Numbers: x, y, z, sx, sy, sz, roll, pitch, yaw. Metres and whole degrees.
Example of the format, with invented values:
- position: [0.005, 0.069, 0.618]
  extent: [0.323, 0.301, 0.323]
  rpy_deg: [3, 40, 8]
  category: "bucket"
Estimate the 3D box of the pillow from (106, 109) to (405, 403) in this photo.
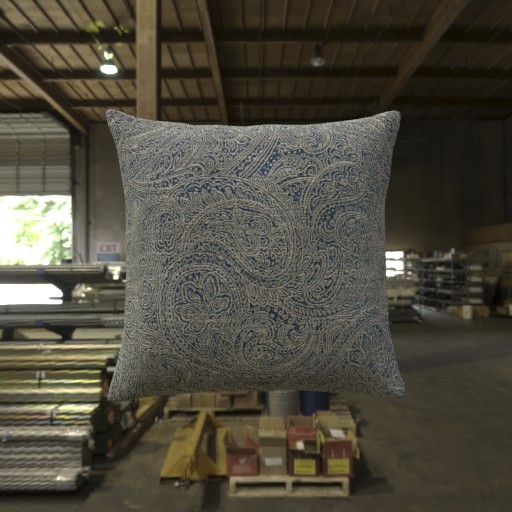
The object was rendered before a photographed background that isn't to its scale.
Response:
- position: [0.000, 0.000, 0.776]
  extent: [0.523, 0.510, 0.166]
  rpy_deg: [0, -1, -1]
  category: "pillow"
